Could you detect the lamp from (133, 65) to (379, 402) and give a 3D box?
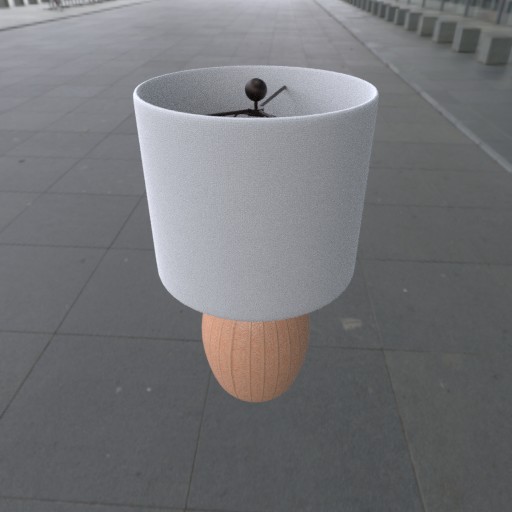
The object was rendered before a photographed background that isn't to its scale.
[{"bbox_3d":[0.000,0.000,0.752,0.329,0.570,0.329,0,32,0],"label":"lamp"}]
